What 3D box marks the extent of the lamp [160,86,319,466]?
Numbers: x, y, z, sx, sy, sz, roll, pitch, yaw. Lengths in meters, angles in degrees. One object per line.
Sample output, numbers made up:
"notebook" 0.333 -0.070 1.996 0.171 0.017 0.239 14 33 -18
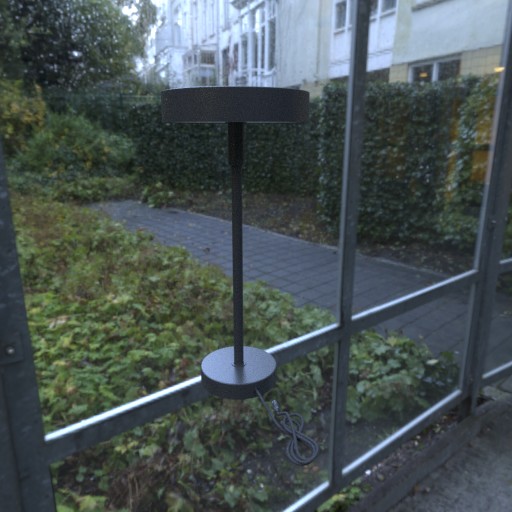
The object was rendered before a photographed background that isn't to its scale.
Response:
"lamp" 0.000 0.000 0.695 0.229 0.508 0.369 -8 18 -26
